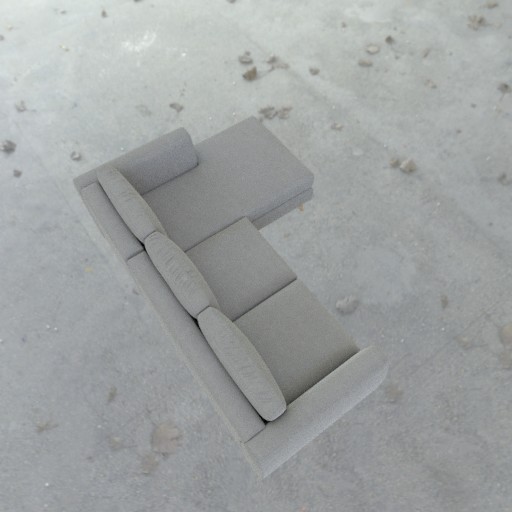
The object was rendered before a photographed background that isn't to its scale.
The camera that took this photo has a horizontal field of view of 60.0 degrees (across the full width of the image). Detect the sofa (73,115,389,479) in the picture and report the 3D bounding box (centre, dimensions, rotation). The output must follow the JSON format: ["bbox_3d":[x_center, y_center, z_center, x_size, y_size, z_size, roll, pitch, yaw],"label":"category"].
[{"bbox_3d":[0.000,0.000,3.086,1.580,0.860,2.300,-32,64,-17],"label":"sofa"}]
